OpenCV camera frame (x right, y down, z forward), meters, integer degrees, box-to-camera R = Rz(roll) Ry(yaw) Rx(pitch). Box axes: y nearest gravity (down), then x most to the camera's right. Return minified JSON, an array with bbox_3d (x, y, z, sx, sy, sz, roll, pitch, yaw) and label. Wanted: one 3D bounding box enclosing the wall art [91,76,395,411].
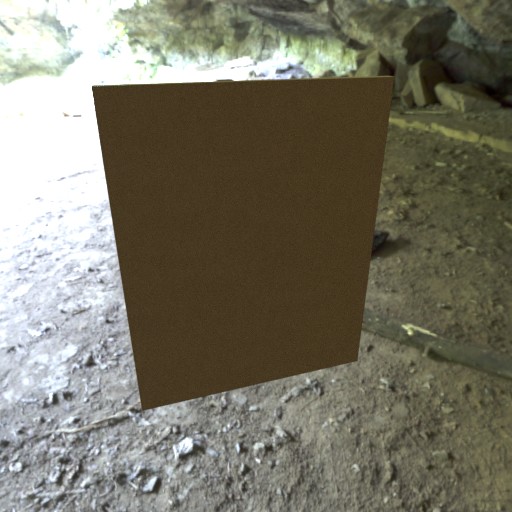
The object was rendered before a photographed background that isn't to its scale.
[{"bbox_3d":[0.000,0.000,1.355,0.798,1.002,0.030,-8,28,-16],"label":"wall art"}]
